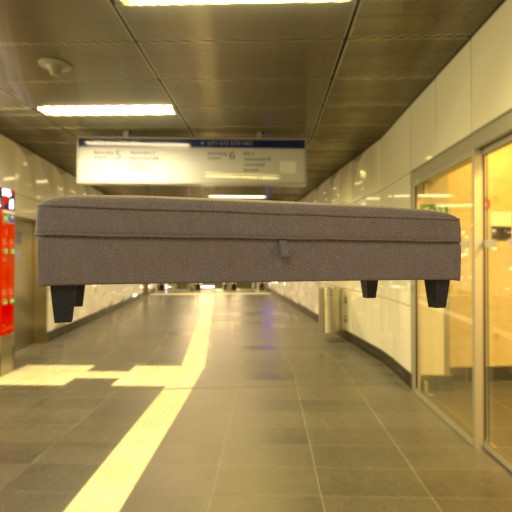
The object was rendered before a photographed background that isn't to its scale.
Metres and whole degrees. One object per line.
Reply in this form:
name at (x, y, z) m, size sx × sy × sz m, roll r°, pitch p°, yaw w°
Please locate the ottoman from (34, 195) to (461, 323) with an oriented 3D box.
ottoman at (0.000, 0.000, 2.044) m, size 1.764 × 0.470 × 0.751 m, roll 0°, pitch -1°, yaw -18°
